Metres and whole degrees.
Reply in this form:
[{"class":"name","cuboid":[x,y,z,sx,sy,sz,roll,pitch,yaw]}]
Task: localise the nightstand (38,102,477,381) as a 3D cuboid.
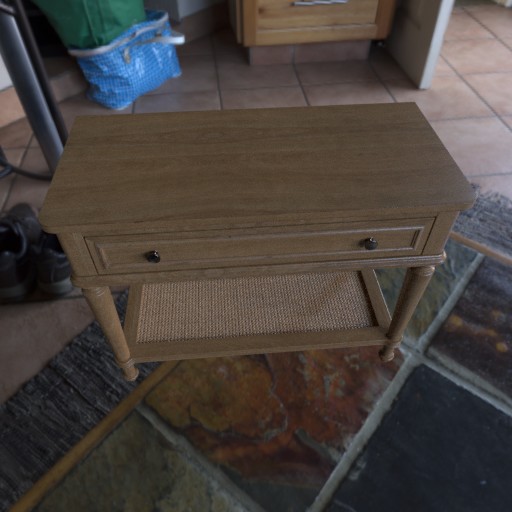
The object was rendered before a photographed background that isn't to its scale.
[{"class":"nightstand","cuboid":[0.000,0.000,1.301,0.914,0.700,0.432,-3,47,-3]}]
